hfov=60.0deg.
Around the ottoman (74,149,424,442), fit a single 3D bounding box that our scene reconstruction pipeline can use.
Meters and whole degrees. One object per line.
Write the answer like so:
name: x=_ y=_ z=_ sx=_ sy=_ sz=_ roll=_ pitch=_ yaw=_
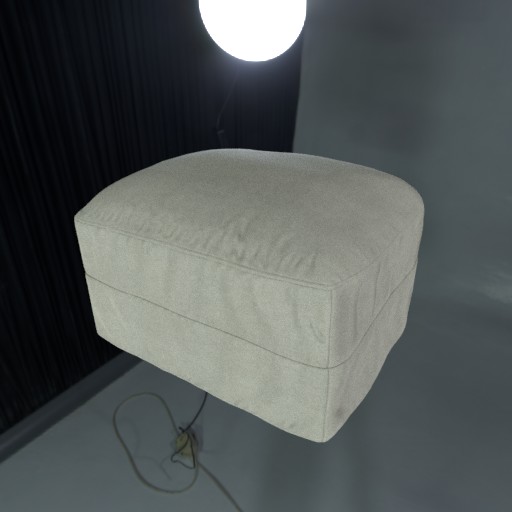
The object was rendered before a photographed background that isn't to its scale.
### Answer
ottoman: x=0.000 y=0.000 z=1.115 sx=0.712 sy=0.480 sz=0.584 roll=17 pitch=33 yaw=29
